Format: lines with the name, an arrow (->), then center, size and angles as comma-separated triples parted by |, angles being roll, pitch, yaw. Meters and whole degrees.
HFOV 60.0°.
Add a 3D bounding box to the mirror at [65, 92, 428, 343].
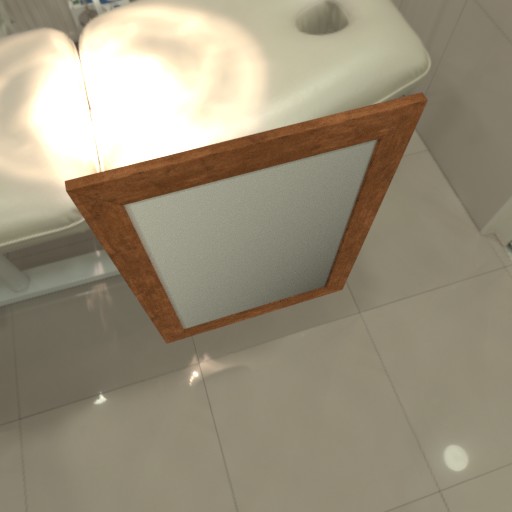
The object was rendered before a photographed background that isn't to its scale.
mirror -> 0.000, 0.000, 1.423 | 0.796, 1.099, 0.028 | -16, 64, -8
